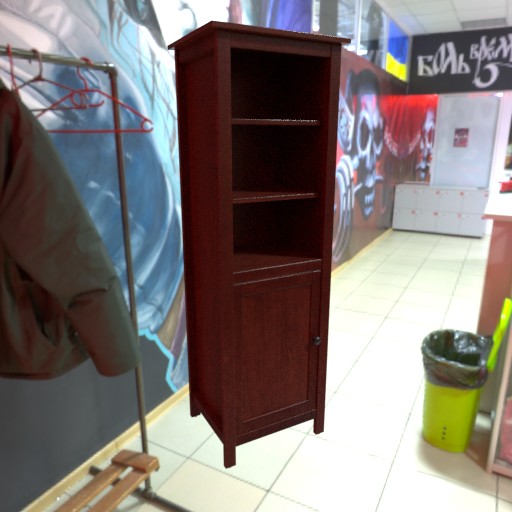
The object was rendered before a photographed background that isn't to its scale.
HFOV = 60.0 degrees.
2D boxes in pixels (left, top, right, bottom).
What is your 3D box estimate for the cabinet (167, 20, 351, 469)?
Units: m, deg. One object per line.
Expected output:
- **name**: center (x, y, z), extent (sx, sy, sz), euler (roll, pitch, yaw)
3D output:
- **cabinet**: center (0.000, 0.000, 1.715), extent (0.500, 1.518, 0.401), euler (-8, 17, -27)
